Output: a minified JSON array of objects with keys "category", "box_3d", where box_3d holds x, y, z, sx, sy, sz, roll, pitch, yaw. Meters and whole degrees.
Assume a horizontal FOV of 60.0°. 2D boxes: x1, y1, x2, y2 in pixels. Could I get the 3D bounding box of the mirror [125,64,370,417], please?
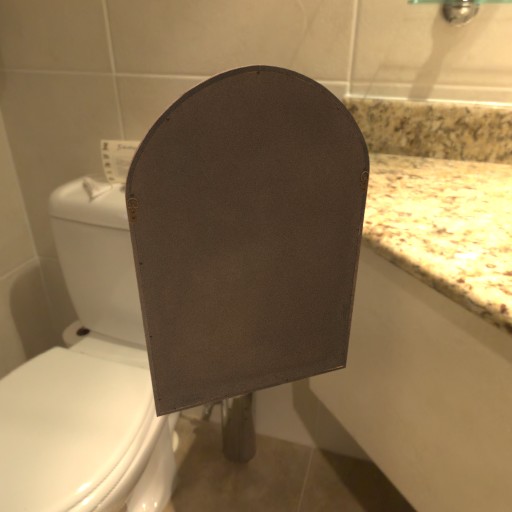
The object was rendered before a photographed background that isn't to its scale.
[{"category":"mirror","box_3d":[0.000,0.000,1.151,0.609,0.915,0.032,-9,29,-17]}]
